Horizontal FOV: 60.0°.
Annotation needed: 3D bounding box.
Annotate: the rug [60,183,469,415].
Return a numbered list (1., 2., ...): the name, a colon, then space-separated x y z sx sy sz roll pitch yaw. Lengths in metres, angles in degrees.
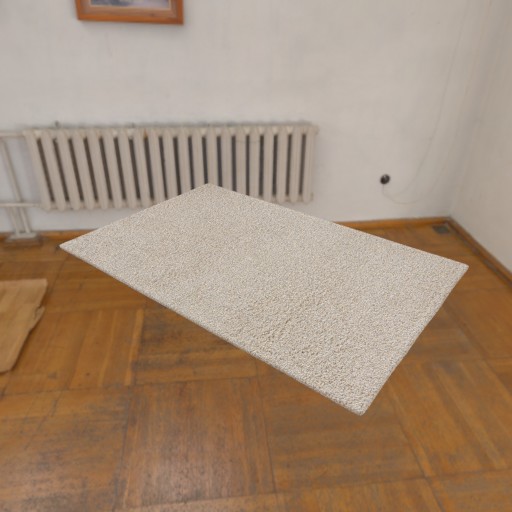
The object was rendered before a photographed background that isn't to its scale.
1. rug: 0.000 0.000 3.515 2.743 0.030 1.778 22 37 32
